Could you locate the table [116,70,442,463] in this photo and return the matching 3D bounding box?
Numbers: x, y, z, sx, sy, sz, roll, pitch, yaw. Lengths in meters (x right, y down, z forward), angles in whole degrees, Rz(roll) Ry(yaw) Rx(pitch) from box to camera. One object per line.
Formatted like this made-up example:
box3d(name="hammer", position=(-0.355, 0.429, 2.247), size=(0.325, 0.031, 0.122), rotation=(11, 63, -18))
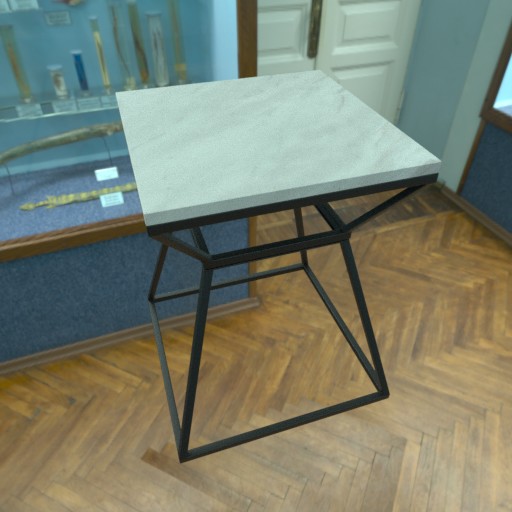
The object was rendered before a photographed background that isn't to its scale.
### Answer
box3d(name="table", position=(0.000, 0.000, 0.886), size=(0.455, 0.559, 0.455), rotation=(-12, 42, -14))
